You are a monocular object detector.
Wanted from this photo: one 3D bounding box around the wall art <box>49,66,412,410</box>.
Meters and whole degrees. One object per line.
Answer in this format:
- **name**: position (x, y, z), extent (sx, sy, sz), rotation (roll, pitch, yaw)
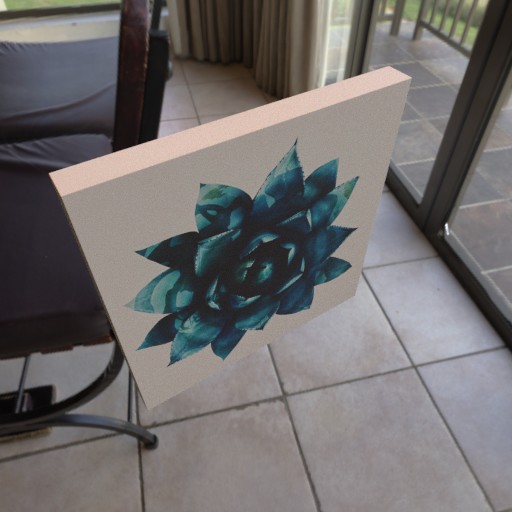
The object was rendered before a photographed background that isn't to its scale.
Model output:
- **wall art**: position (0.000, 0.000, 0.599), extent (0.406, 0.406, 0.038), rotation (-25, 51, -22)
